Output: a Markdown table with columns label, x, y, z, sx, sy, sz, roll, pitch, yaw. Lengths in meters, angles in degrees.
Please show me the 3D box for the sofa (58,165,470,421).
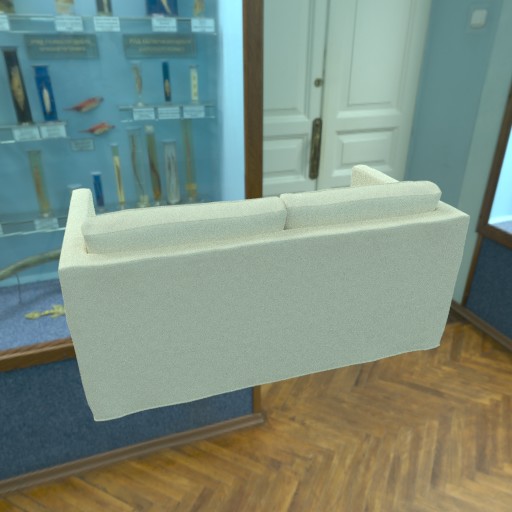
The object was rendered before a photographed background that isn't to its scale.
| label | x | y | z | sx | sy | sz | roll | pitch | yaw |
| --- | --- | --- | --- | --- | --- | --- | --- | --- | --- |
| sofa | 0.000 | 0.000 | 2.261 | 1.746 | 0.834 | 0.962 | -8 | 27 | -16 |
